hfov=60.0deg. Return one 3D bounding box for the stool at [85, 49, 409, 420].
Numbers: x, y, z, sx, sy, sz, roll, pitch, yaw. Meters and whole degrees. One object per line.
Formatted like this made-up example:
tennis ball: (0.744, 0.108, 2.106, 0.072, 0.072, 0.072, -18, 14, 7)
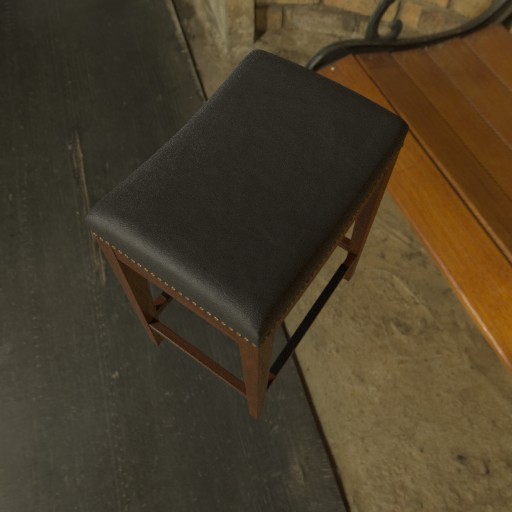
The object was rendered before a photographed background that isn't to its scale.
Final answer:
stool: (0.000, 0.000, 0.959, 0.353, 0.664, 0.490, 32, 68, 15)
